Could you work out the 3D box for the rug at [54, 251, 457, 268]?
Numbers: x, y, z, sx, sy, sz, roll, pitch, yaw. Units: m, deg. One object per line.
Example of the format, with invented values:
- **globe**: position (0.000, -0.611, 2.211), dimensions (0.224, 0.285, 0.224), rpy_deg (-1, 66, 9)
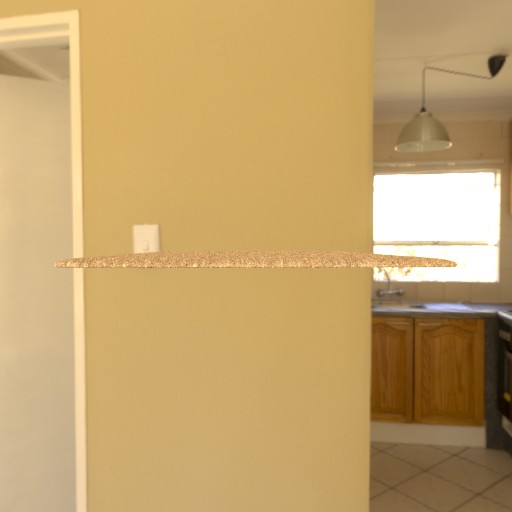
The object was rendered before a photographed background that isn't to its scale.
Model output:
- **rug**: position (0.000, 0.000, 3.774), dimensions (2.242, 0.050, 2.873), rpy_deg (0, 1, -1)
